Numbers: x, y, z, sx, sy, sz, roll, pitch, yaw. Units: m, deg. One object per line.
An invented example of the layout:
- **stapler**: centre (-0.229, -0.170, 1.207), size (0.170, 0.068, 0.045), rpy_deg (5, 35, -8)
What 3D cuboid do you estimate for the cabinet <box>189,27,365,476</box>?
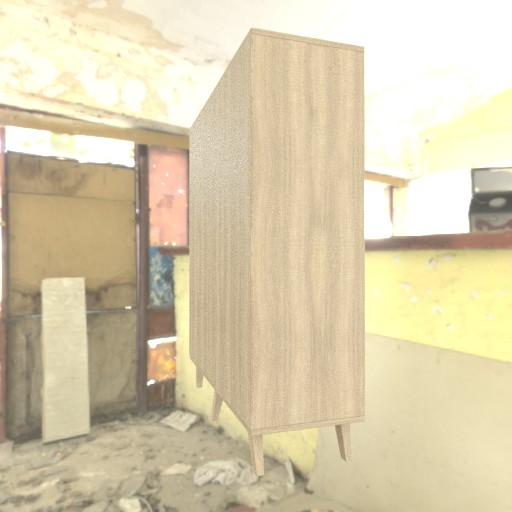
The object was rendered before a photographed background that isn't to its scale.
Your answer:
- **cabinet**: centre (0.000, 0.000, 1.936), size (0.398, 1.388, 1.111), rpy_deg (0, 0, -18)
